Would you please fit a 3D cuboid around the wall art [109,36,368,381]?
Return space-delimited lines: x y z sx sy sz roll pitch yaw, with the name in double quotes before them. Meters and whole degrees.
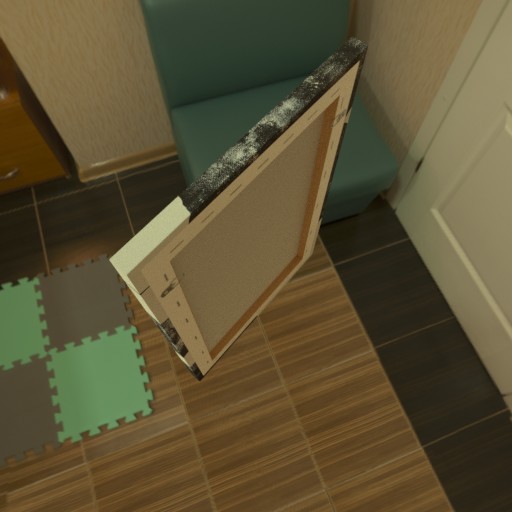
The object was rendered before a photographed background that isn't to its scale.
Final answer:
"wall art" 0.000 0.000 1.148 0.041 0.915 0.610 38 70 16
